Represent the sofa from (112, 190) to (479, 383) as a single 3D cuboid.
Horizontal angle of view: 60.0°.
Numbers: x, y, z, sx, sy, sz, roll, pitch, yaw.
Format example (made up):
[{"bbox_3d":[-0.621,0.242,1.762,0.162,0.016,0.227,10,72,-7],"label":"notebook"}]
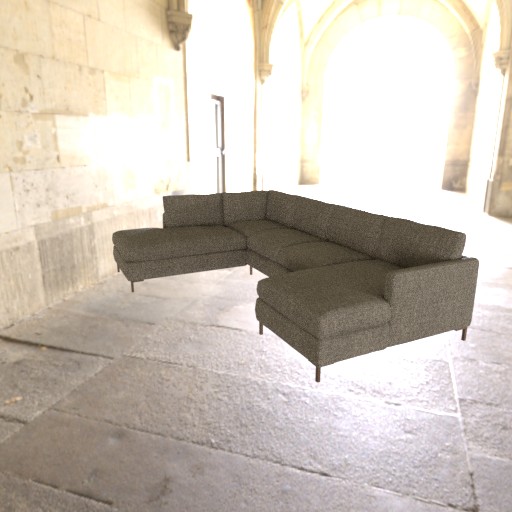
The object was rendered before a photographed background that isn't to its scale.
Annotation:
[{"bbox_3d":[0.000,0.000,3.627,1.879,0.756,2.737,-7,17,-25],"label":"sofa"}]
